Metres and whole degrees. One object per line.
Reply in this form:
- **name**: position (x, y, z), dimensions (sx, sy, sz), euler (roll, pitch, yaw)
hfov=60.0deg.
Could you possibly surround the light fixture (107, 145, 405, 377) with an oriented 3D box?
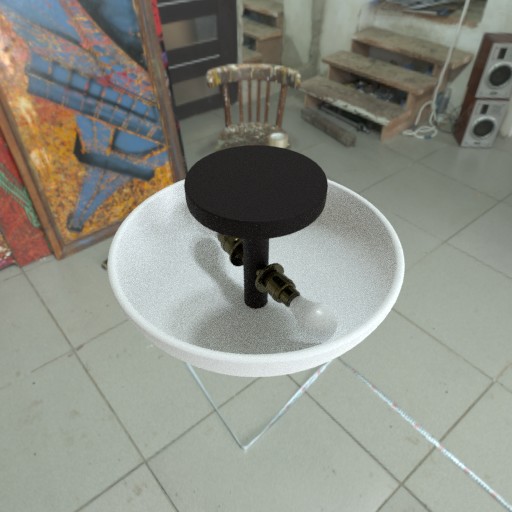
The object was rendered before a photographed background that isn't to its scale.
- **light fixture**: position (0.000, 0.000, 0.522), dimensions (0.331, 0.212, 0.331), euler (0, 42, 0)
